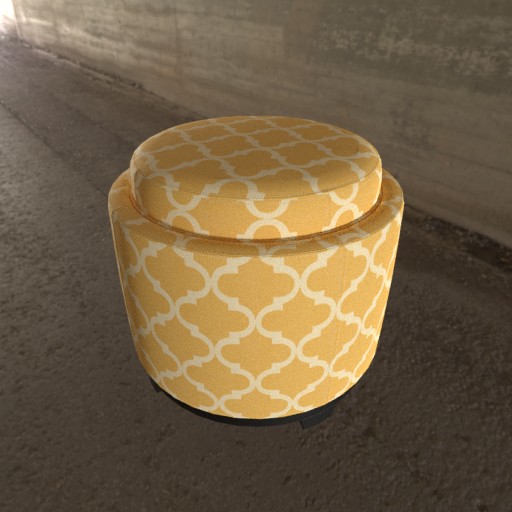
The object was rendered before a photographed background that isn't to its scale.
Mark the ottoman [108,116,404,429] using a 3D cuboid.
[{"bbox_3d":[0.000,0.000,0.808,0.480,0.429,0.480,0,32,0],"label":"ottoman"}]
